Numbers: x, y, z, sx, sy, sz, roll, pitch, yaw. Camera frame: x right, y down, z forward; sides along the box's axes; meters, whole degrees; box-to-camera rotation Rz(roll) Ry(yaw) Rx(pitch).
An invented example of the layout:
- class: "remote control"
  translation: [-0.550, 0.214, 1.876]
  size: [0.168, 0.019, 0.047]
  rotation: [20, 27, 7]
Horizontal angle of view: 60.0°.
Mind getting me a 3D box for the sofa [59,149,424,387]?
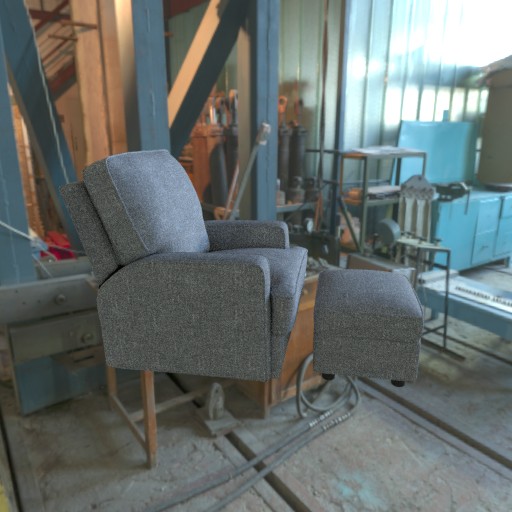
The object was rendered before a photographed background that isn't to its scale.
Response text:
- class: "sofa"
  translation: [0.000, 0.000, 2.090]
  size: [1.472, 0.959, 0.861]
  rotation: [3, 16, 10]
